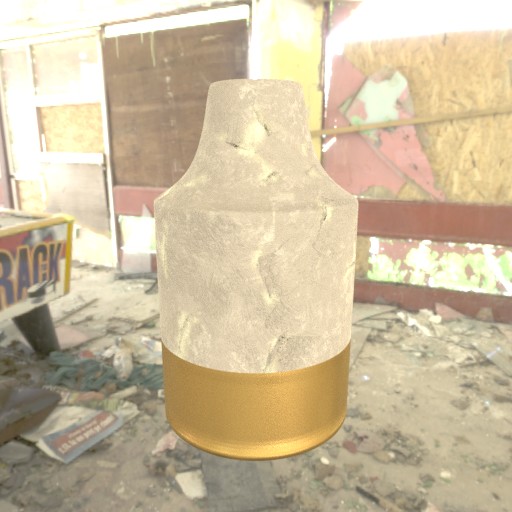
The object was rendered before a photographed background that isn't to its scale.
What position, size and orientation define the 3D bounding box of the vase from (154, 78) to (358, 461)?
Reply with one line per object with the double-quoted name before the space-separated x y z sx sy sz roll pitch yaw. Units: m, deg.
"vase" 0.000 0.000 0.420 0.184 0.305 0.184 0 14 0
